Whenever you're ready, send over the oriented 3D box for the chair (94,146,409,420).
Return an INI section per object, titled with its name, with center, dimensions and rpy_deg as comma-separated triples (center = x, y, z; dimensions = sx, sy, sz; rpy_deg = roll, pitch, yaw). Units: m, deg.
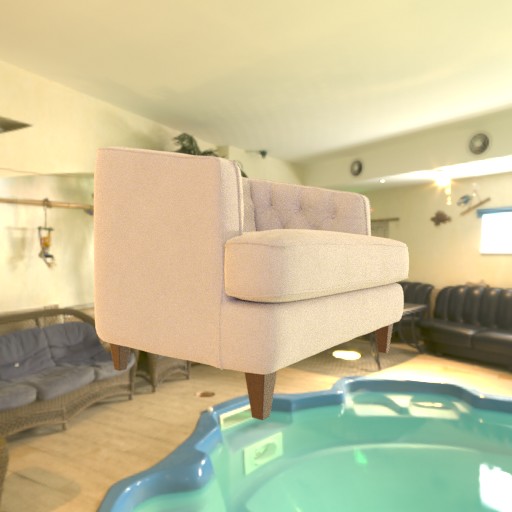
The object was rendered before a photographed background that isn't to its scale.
[chair]
center = 0.000, 0.000, 1.774
dimensions = 0.941, 0.852, 1.104
rpy_deg = 1, 1, 36
